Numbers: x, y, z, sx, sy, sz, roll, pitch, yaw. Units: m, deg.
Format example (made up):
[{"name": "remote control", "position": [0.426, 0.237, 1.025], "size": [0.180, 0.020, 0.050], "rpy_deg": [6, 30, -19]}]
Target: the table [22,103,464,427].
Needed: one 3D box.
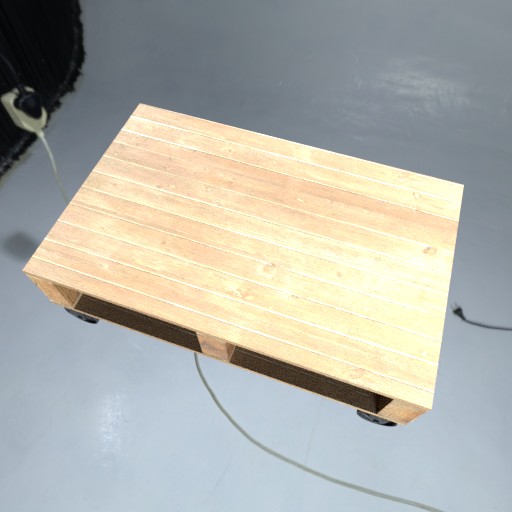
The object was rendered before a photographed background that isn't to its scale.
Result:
[{"name": "table", "position": [0.000, 0.000, 1.687], "size": [1.299, 0.413, 0.827], "rpy_deg": [17, 61, 10]}]
